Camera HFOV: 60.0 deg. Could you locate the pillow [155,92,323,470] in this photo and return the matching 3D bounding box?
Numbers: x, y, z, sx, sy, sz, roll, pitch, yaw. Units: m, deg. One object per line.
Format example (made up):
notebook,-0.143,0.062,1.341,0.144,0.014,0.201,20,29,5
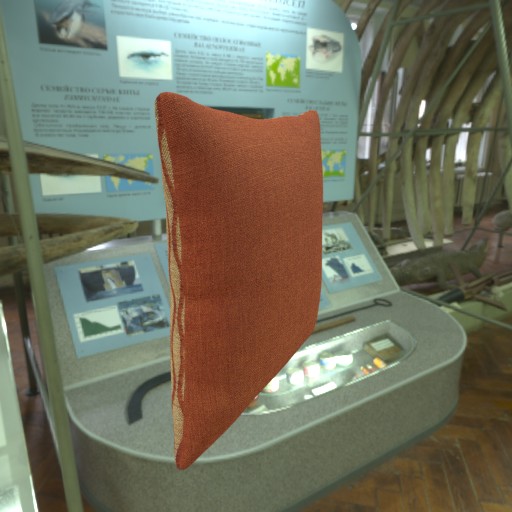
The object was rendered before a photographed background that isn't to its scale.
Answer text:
pillow,0.000,0.000,0.662,0.159,0.434,0.429,8,18,25
